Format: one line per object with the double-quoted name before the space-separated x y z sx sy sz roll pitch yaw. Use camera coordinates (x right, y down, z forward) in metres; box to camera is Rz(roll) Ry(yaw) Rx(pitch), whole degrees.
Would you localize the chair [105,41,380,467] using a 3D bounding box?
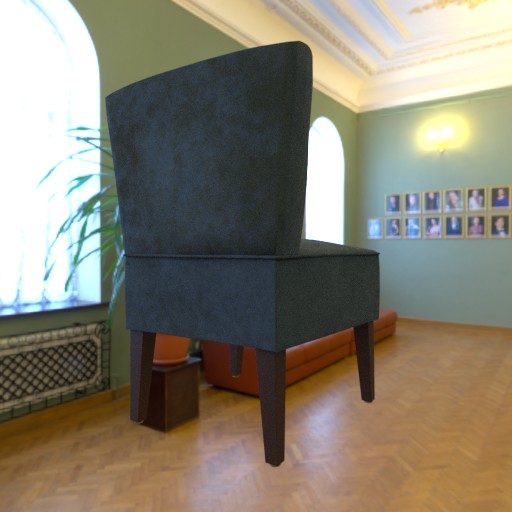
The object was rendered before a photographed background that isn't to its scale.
"chair" 0.000 0.000 1.146 0.521 0.806 0.551 1 1 34
